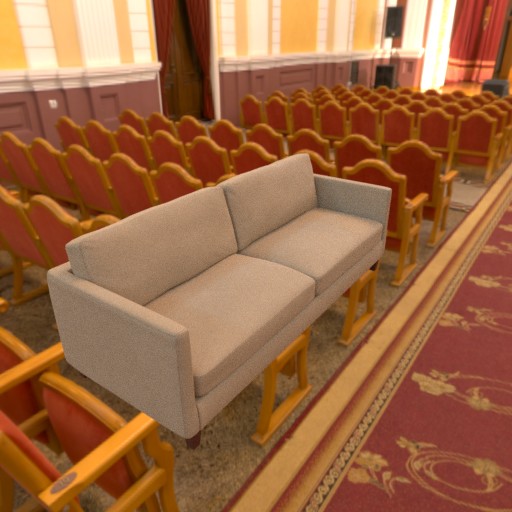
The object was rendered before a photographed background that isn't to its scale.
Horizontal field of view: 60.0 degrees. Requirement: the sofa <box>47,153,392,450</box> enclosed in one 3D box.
[{"bbox_3d":[0.000,0.000,2.971,0.988,0.912,2.404,18,31,32],"label":"sofa"}]
